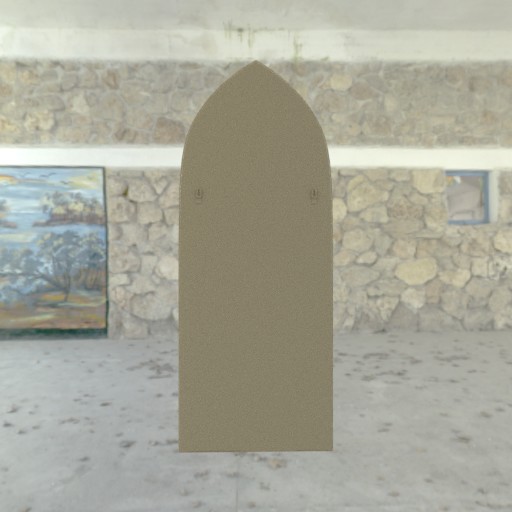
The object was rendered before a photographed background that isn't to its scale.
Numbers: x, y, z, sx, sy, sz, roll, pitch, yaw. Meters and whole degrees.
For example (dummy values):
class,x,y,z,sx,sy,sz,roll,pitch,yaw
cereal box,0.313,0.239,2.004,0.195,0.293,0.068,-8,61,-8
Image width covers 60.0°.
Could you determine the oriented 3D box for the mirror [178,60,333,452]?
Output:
class,x,y,z,sx,sy,sz,roll,pitch,yaw
mirror,0.000,0.000,1.335,0.464,1.175,0.025,0,0,-1
